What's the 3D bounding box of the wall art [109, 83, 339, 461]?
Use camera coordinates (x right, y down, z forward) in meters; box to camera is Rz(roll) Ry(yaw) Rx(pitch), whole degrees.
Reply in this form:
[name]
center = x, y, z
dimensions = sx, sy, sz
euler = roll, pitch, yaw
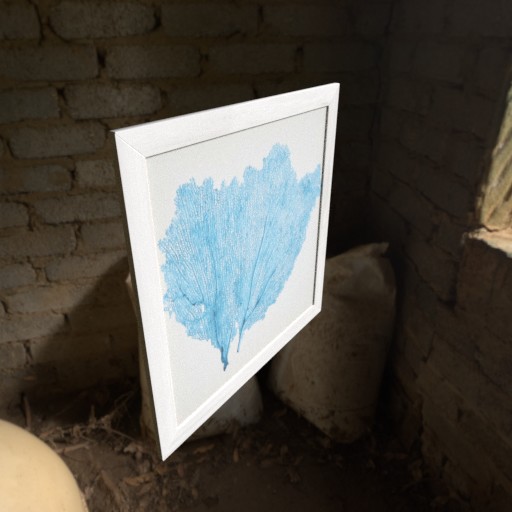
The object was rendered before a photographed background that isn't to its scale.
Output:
[wall art]
center = 0.000, 0.000, 0.872
dimensions = 0.013, 0.584, 0.584
euler = 19, 33, 31
